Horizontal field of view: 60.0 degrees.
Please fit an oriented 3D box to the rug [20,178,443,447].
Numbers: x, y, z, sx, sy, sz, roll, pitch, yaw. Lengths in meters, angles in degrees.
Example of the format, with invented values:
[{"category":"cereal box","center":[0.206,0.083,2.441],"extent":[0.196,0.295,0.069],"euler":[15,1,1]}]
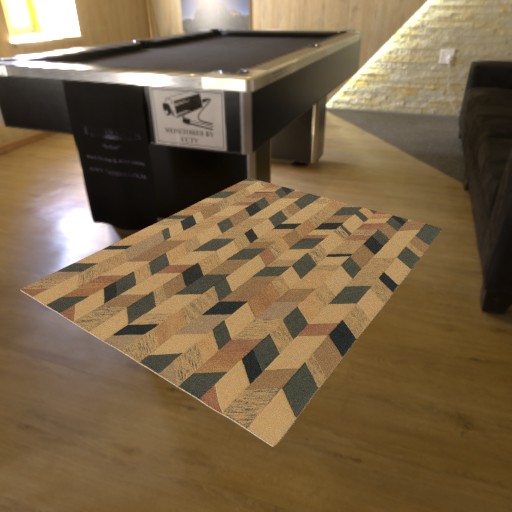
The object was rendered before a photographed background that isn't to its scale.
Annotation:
[{"category":"rug","center":[0.000,0.000,4.003],"extent":[2.451,0.011,3.072],"euler":[20,36,30]}]
